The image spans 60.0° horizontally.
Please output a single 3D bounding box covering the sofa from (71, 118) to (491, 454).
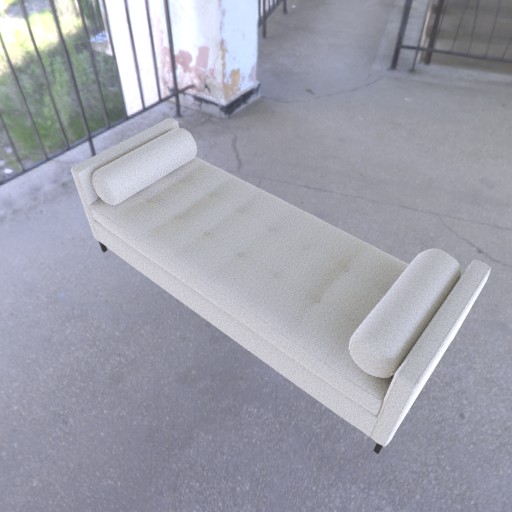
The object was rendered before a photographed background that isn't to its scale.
[{"bbox_3d":[0.000,0.000,2.309,1.985,0.641,0.746,31,53,27],"label":"sofa"}]
